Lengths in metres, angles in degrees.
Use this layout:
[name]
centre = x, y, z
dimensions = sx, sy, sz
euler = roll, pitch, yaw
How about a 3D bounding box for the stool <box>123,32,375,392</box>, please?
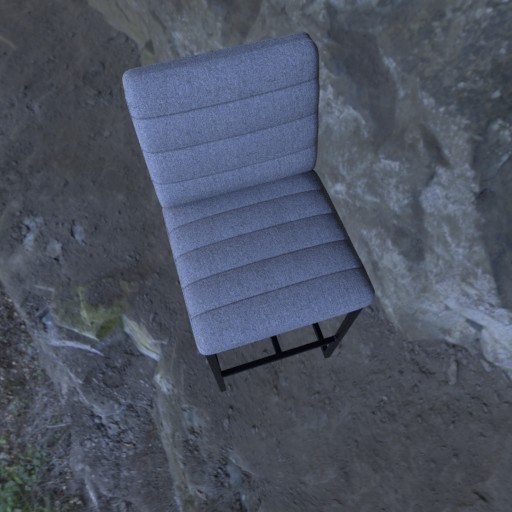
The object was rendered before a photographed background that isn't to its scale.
[stool]
centre = 0.000, 0.000, 1.333
dimensions = 0.459, 1.034, 0.571
euler = -16, 65, -8
